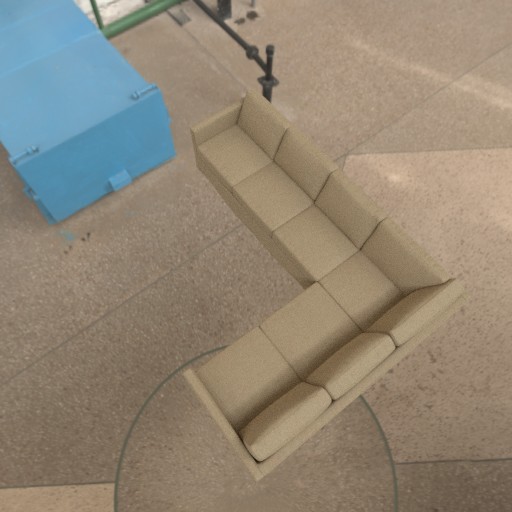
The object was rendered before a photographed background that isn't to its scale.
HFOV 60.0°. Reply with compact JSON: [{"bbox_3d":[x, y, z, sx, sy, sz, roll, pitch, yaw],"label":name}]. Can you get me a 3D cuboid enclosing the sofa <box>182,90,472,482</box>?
[{"bbox_3d":[0.000,0.000,4.375,2.432,0.871,3.182,-34,68,-16],"label":"sofa"}]
